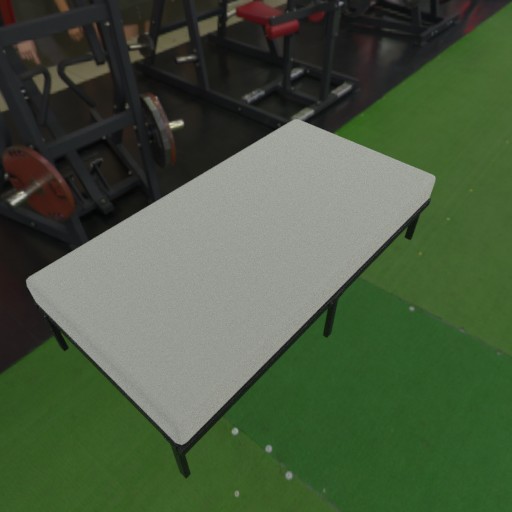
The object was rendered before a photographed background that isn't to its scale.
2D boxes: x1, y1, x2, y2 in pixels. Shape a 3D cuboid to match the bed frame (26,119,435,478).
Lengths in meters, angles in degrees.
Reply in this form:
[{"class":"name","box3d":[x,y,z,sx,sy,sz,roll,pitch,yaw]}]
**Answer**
[{"class":"bed frame","box3d":[0.000,0.000,3.216,1.393,0.680,2.635,32,53,28]}]
